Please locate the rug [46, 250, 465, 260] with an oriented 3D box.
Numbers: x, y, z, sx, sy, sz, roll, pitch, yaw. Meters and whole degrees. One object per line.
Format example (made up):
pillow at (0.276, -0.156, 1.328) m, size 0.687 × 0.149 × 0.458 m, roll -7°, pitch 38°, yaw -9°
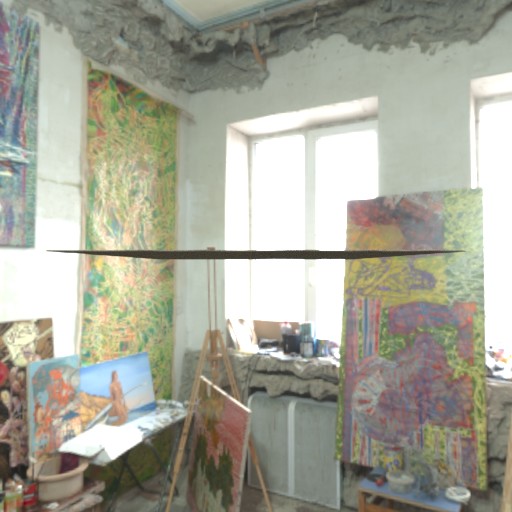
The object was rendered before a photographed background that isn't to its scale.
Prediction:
rug at (0.000, 0.000, 4.091) m, size 2.468 × 0.022 × 3.061 m, roll 0°, pitch -1°, yaw 0°
